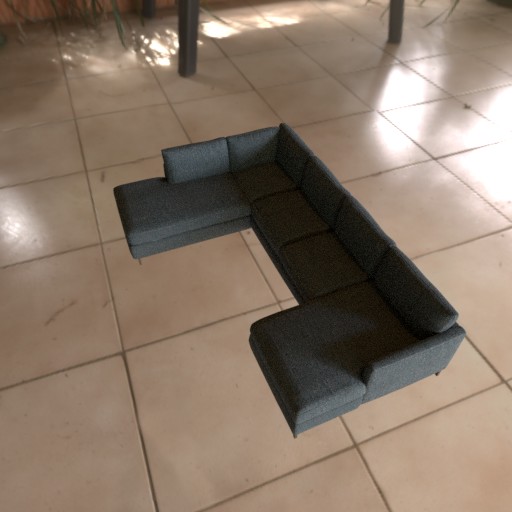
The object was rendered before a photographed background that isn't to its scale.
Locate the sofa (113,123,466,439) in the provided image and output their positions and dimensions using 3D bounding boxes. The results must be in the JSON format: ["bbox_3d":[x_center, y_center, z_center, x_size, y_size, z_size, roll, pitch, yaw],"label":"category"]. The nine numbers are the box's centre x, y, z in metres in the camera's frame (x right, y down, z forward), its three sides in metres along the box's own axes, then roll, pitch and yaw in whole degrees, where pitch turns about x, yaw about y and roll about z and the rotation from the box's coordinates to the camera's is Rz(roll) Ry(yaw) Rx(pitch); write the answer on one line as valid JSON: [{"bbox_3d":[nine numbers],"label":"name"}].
[{"bbox_3d":[0.000,0.000,3.620,1.879,0.753,2.737,-17,48,-15],"label":"sofa"}]
